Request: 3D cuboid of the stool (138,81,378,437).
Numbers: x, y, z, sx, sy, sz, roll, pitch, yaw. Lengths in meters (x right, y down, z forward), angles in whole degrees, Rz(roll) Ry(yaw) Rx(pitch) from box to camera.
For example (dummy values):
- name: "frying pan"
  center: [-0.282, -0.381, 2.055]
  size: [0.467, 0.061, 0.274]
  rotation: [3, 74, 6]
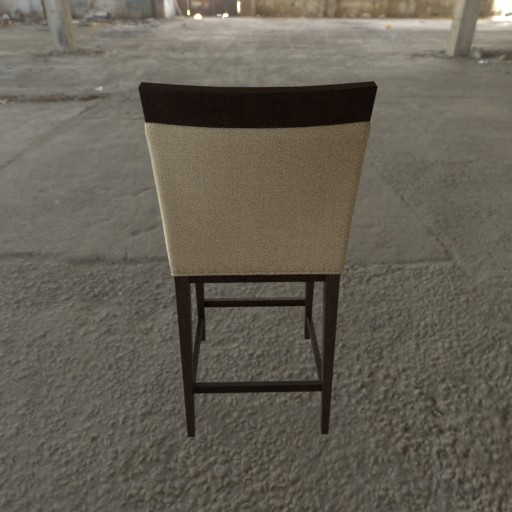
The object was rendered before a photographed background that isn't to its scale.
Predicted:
- name: "stool"
  center: [0.000, 0.000, 1.418]
  size: [0.511, 1.117, 0.531]
  rotation: [-1, 31, -1]
